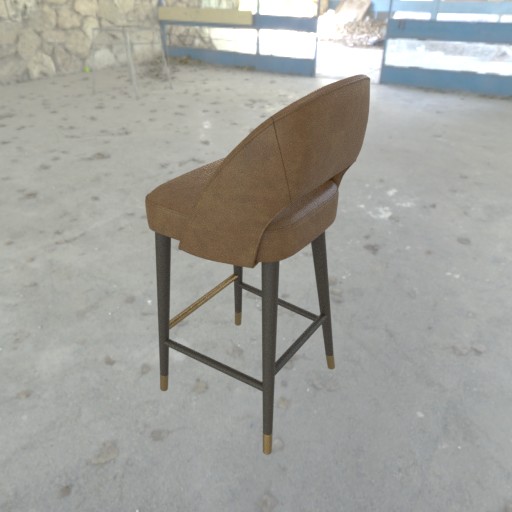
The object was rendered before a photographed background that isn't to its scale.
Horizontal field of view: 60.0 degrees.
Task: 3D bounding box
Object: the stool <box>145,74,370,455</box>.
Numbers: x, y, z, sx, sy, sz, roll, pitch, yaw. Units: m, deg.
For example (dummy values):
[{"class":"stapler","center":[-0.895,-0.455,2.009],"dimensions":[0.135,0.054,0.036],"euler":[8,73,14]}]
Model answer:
[{"class":"stool","center":[0.000,0.000,1.313],"dimensions":[0.509,1.037,0.494],"euler":[20,36,29]}]
